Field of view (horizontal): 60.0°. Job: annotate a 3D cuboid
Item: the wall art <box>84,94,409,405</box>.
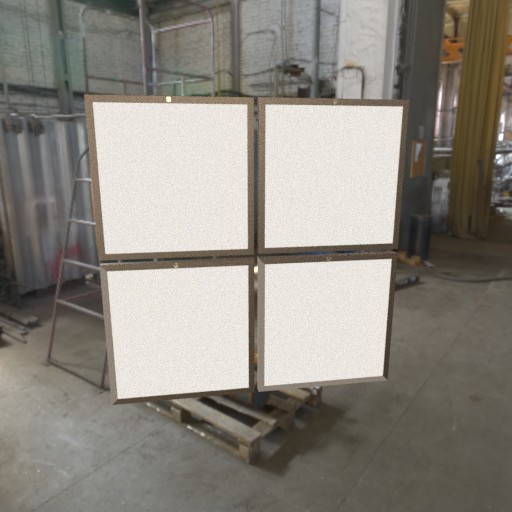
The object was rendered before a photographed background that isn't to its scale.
[{"bbox_3d":[0.000,0.000,1.524,1.032,1.032,0.030,-2,14,-9],"label":"wall art"}]
